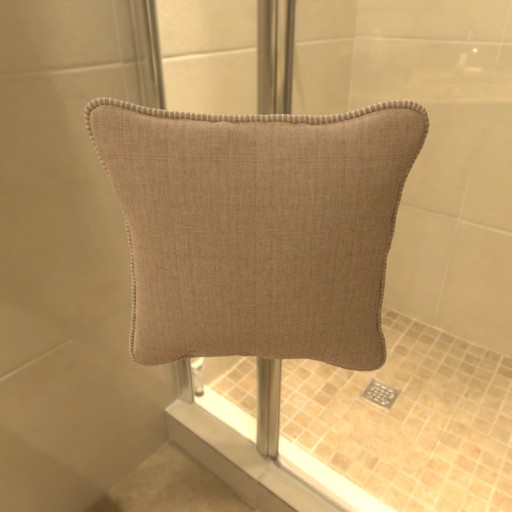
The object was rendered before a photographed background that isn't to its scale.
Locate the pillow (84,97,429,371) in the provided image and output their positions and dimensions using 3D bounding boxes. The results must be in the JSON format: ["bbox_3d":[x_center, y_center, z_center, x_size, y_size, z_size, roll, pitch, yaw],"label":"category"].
[{"bbox_3d":[0.000,0.000,0.728,0.485,0.494,0.124,1,29,2],"label":"pillow"}]
